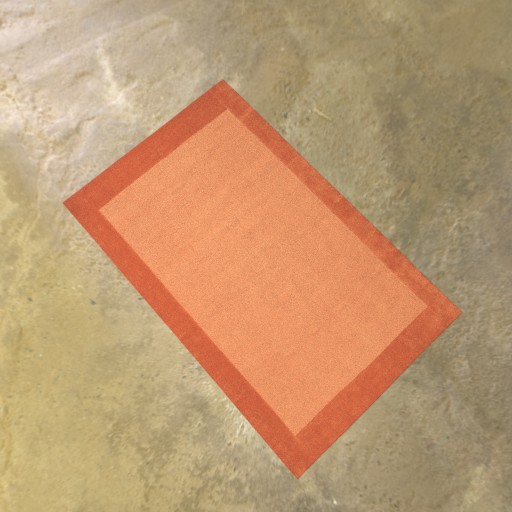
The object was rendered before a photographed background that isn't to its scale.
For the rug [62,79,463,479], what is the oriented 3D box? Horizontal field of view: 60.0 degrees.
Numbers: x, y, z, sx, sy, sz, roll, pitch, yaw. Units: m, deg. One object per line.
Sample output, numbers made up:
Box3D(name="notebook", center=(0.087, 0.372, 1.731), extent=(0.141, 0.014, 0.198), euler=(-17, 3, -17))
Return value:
Box3D(name="rug", center=(0.000, 0.000, 3.066), extent=(1.524, 0.014, 2.438), euler=(-41, 79, -10))
